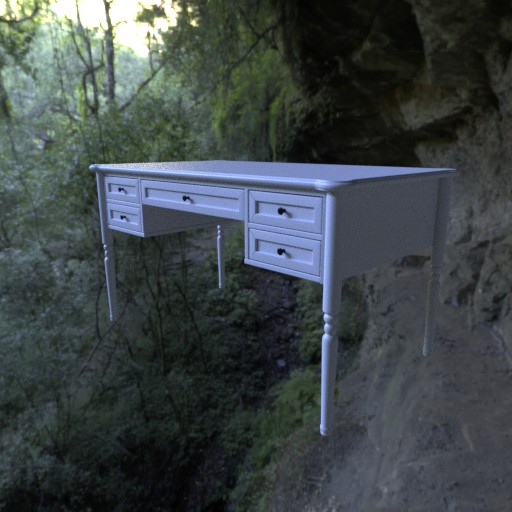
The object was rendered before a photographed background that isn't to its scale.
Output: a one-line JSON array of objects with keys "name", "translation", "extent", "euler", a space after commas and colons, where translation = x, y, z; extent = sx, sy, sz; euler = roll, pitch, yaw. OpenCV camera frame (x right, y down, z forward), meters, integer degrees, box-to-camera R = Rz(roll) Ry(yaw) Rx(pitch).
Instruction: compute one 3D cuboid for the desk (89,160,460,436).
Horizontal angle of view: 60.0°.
[{"name": "desk", "translation": [0.000, 0.000, 1.922], "extent": [1.380, 0.762, 0.807], "euler": [13, 19, 43]}]
